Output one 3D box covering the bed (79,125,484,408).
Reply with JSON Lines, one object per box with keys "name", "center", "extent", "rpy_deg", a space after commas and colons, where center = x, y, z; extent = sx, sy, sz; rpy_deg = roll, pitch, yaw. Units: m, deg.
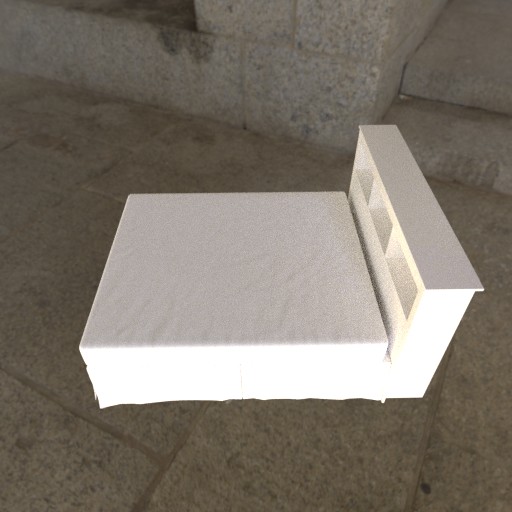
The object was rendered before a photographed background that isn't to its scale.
{"name": "bed", "center": [0.000, 0.000, 3.067], "extent": [2.133, 1.092, 1.671], "rpy_deg": [-1, 43, -1]}
